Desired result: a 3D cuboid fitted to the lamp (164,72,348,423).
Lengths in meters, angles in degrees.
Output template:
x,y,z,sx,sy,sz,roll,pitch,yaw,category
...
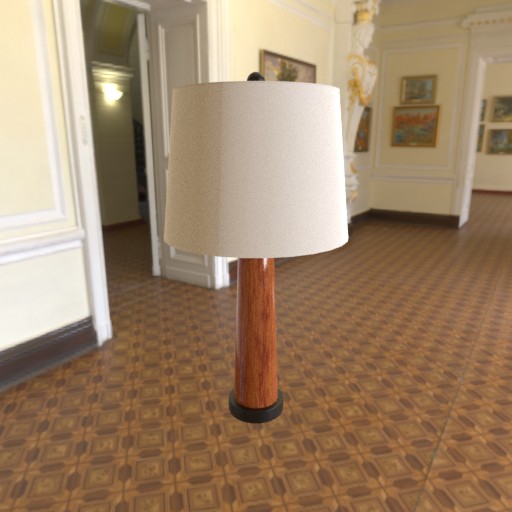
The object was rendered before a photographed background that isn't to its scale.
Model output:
x,y,z,sx,sy,sz,roll,pitch,yaw,category
0.000,0.000,0.862,0.349,0.667,0.349,0,15,0,lamp
